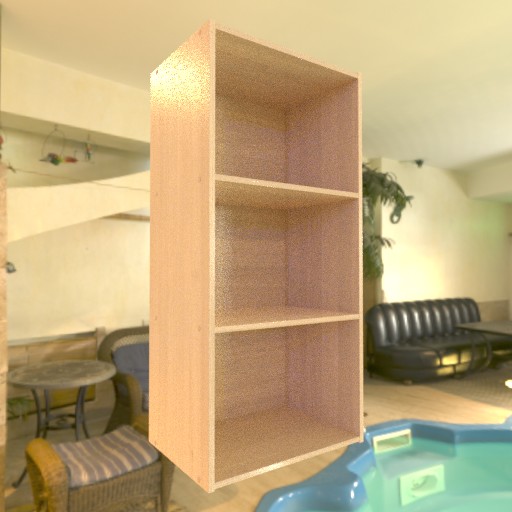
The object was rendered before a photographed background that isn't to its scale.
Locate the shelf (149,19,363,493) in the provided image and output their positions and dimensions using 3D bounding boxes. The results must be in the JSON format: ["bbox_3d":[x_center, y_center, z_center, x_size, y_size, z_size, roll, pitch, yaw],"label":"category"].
[{"bbox_3d":[0.000,0.000,1.056,0.417,0.876,0.292,1,-1,-35],"label":"shelf"}]
